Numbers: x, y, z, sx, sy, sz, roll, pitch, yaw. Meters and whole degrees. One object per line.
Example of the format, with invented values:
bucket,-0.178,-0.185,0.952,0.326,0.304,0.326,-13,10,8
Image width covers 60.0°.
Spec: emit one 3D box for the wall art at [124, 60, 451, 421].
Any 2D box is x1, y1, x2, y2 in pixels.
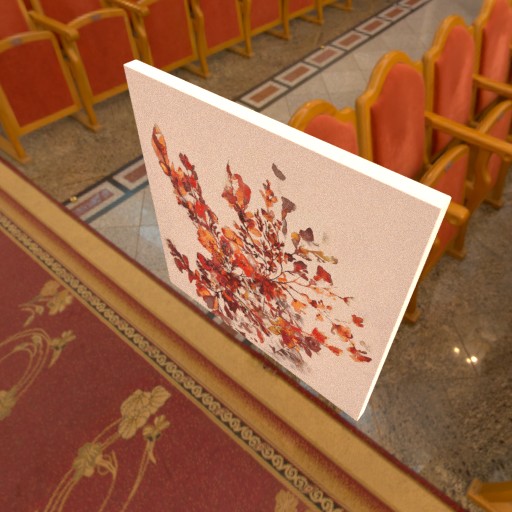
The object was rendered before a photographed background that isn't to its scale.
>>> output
wall art,0.000,0.000,1.109,0.757,0.757,0.037,32,54,27
